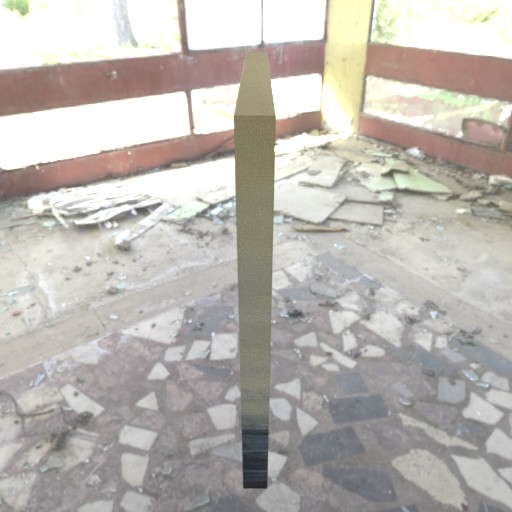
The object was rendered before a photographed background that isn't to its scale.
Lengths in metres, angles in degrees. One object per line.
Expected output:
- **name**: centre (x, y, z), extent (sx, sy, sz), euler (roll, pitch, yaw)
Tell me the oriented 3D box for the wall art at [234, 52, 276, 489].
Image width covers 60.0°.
- **wall art**: centre (0.000, 0.000, 0.788), extent (0.040, 0.608, 0.489), euler (0, 31, 0)
